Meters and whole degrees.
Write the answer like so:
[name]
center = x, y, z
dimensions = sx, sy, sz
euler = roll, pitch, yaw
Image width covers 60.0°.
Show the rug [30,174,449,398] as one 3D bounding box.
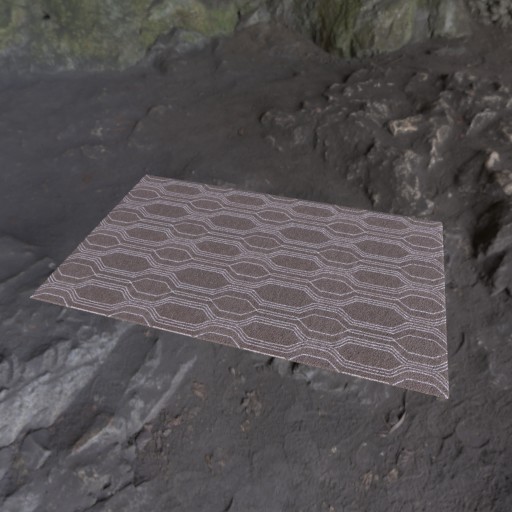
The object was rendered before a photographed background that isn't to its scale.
[rug]
center = 0.000, 0.000, 3.027
dimensions = 2.457, 0.012, 1.541
euler = 11, 42, 12
